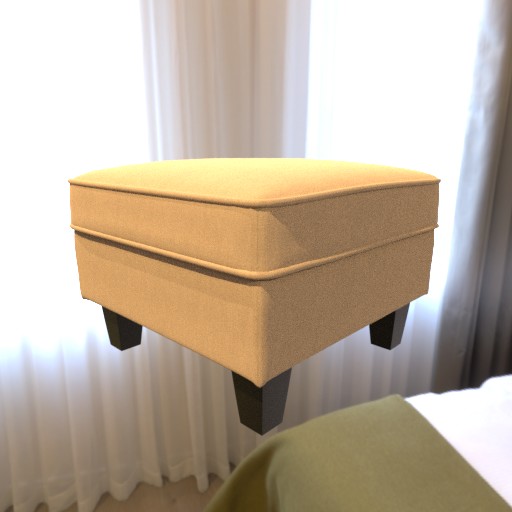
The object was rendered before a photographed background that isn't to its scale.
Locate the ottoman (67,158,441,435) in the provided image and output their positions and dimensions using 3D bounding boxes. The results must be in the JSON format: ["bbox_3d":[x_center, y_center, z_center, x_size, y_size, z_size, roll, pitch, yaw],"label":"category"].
[{"bbox_3d":[0.000,0.000,1.018,0.613,0.438,0.616,13,19,42],"label":"ottoman"}]
